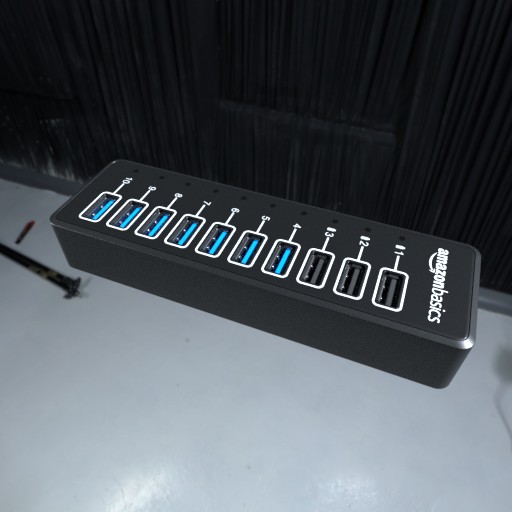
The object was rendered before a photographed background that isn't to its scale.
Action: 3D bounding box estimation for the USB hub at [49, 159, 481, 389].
[{"bbox_3d":[0.000,0.000,0.160,0.145,0.023,0.044,16,48,15],"label":"USB hub"}]
